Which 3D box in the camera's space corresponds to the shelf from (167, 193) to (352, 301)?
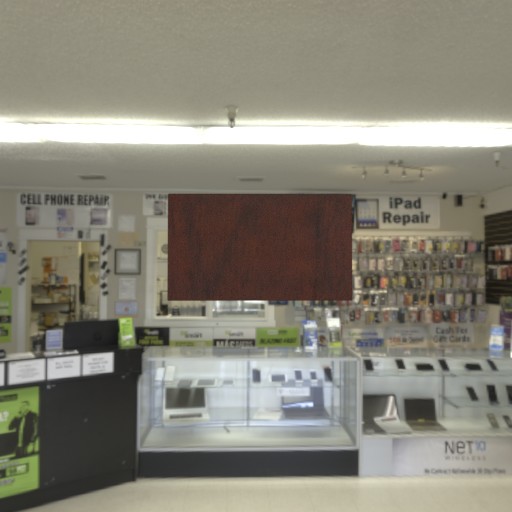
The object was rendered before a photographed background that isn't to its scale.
[{"bbox_3d":[0.000,0.000,0.668,0.152,0.088,0.607,0,-1,-1],"label":"shelf"}]
